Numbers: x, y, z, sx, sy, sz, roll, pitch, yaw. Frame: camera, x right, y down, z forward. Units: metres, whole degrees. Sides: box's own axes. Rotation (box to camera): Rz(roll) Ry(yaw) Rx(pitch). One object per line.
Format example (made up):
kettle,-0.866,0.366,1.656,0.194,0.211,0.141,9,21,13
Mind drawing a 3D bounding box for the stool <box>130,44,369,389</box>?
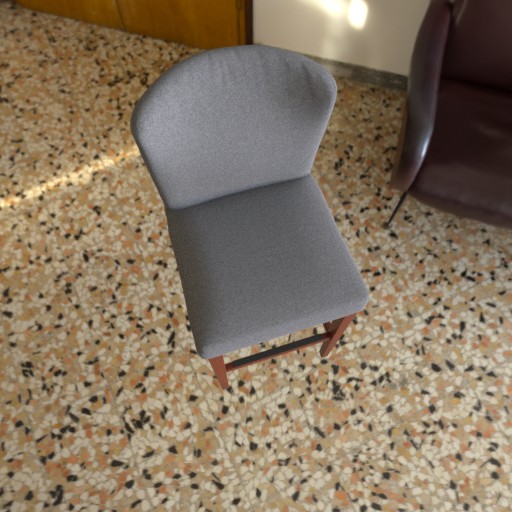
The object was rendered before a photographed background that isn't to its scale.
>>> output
stool,0.000,0.000,1.361,0.481,1.069,0.568,-16,65,-8
